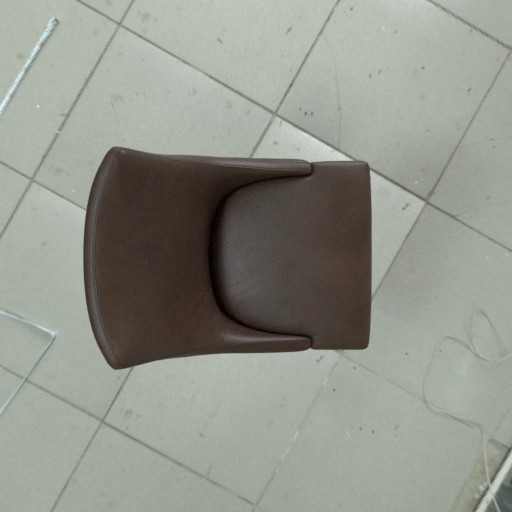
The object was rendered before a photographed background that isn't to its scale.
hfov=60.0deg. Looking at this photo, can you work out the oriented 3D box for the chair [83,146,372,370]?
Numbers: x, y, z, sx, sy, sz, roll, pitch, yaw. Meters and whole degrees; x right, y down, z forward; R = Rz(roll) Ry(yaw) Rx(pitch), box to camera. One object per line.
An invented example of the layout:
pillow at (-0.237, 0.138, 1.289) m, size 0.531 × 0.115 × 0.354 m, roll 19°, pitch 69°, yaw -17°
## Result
chair at (0.000, 0.000, 1.518) m, size 0.861 × 0.909 × 0.701 m, roll 0°, pitch 91°, yaw -1°
